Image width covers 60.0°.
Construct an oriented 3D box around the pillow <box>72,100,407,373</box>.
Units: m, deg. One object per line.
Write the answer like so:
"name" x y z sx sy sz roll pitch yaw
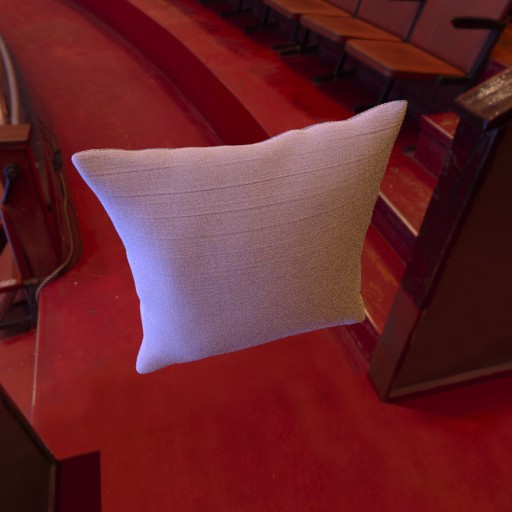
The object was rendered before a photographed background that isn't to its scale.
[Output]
"pillow" 0.000 0.000 0.737 0.470 0.464 0.175 -12 43 -13
